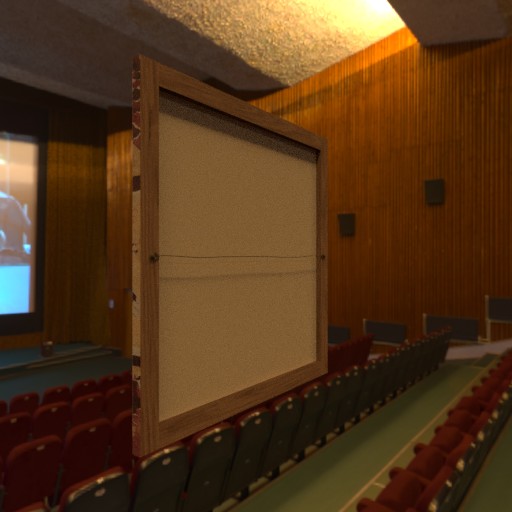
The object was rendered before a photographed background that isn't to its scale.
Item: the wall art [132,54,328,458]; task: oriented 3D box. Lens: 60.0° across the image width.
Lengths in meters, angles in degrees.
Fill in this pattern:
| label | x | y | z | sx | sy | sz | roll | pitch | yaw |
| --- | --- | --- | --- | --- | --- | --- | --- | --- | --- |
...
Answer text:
| label | x | y | z | sx | sy | sz | roll | pitch | yaw |
| --- | --- | --- | --- | --- | --- | --- | --- | --- | --- |
| wall art | 0.000 | 0.000 | 1.145 | 0.028 | 0.762 | 0.757 | 0 | 0 | 37 |
